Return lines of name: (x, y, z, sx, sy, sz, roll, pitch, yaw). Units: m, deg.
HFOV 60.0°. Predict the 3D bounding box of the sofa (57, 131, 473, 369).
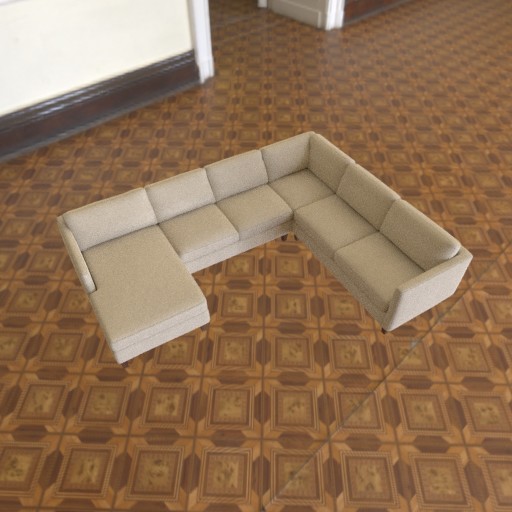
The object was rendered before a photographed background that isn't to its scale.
sofa: (0.000, 0.000, 4.466, 3.238, 0.853, 2.551, -23, 50, -21)
